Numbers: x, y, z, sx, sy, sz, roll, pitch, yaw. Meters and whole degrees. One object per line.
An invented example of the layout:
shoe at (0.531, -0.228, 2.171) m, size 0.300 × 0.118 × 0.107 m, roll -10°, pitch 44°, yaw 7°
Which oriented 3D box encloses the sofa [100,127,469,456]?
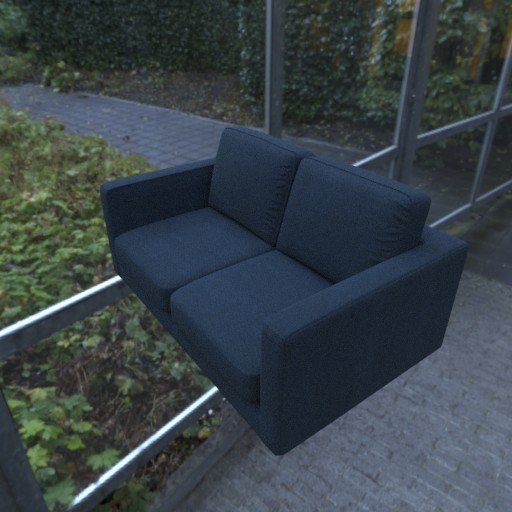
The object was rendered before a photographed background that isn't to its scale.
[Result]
sofa at (0.000, 0.000, 2.147) m, size 0.999 × 0.930 × 1.518 m, roll -21°, pitch 36°, yaw -31°
